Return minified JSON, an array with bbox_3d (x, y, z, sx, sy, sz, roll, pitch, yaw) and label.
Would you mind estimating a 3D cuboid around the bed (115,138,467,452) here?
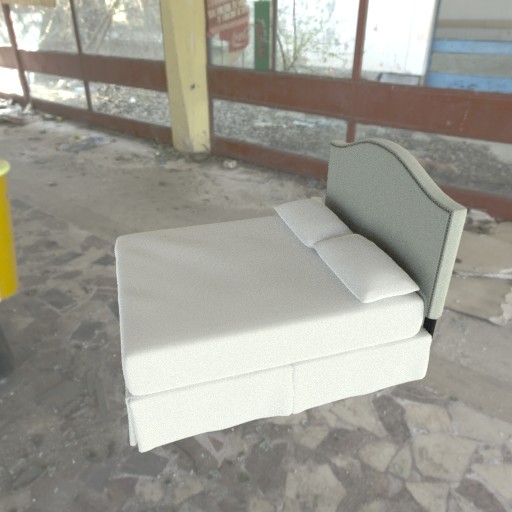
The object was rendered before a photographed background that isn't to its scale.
[{"bbox_3d":[0.000,0.000,3.409,2.180,1.607,1.813,-8,30,-15],"label":"bed"}]
